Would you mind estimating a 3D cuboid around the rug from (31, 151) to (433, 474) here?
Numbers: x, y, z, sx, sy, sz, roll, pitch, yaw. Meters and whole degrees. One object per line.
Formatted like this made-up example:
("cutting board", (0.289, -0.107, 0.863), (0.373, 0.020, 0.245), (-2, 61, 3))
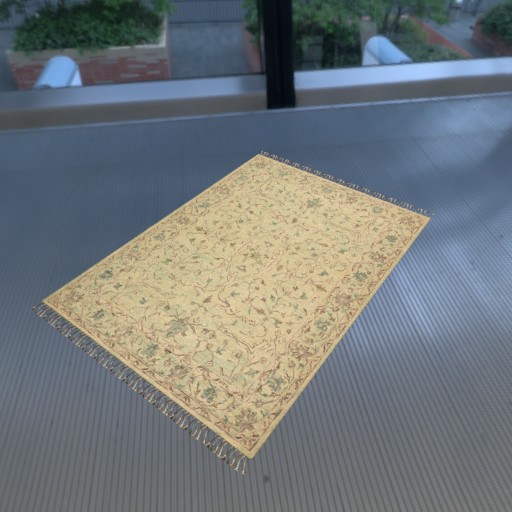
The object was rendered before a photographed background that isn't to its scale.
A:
("rug", (0.000, 0.000, 2.284), (1.247, 0.008, 1.802), (27, 49, 26))
